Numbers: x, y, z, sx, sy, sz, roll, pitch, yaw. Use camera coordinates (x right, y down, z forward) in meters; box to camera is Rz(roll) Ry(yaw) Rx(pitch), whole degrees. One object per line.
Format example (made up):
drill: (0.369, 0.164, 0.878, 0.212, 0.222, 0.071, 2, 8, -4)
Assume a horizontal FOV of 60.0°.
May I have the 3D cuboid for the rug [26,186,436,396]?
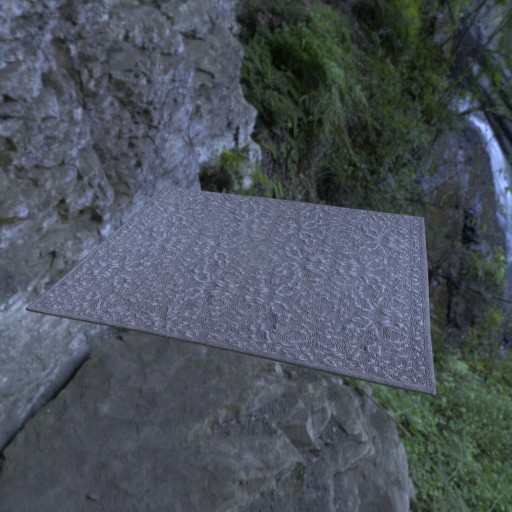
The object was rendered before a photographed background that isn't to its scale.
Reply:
rug: (0.000, 0.000, 4.074, 3.017, 0.035, 2.472, 9, 33, 13)
